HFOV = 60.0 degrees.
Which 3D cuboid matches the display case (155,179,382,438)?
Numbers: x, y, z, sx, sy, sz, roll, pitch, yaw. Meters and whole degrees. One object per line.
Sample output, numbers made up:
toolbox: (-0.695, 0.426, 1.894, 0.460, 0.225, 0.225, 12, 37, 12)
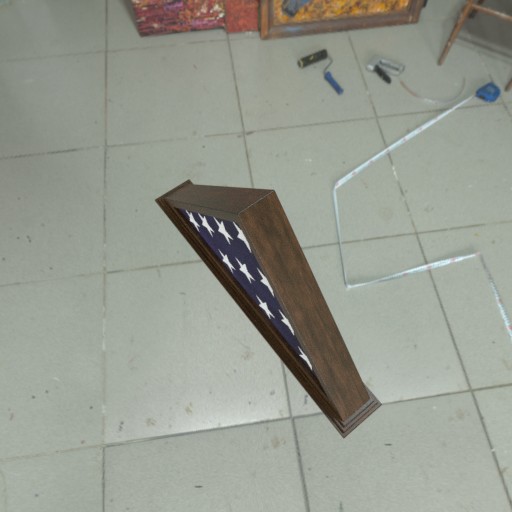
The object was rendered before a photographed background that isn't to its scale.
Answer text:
display case: (0.000, 0.000, 0.769, 0.095, 0.340, 0.640, -35, 69, -16)
